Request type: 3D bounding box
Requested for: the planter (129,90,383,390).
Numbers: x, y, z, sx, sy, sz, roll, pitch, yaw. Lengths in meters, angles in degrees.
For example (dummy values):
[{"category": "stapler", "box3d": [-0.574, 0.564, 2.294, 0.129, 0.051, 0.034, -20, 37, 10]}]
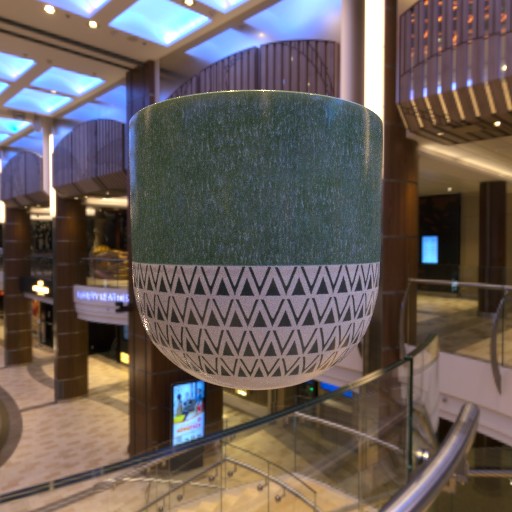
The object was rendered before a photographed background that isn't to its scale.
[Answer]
[{"category": "planter", "box3d": [0.000, 0.000, 0.485, 0.266, 0.270, 0.266, 0, 1, 0]}]
